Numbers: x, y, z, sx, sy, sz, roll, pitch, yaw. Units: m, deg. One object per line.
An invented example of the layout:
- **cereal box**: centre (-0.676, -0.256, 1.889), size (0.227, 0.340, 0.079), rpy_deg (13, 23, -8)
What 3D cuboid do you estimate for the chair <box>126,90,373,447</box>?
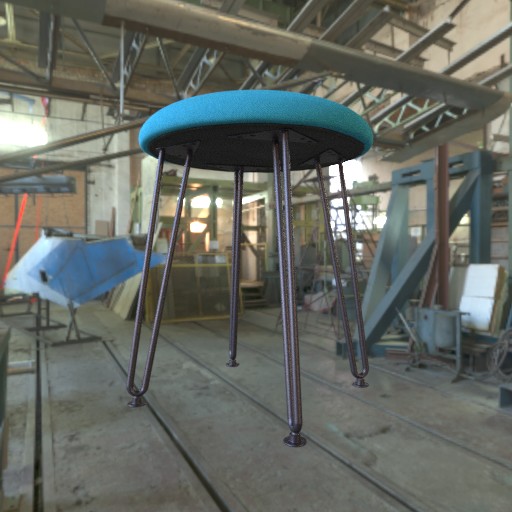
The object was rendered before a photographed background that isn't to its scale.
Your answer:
- **chair**: centre (0.000, 0.000, 0.687), size (0.350, 0.430, 0.350), rpy_deg (0, 1, 18)
